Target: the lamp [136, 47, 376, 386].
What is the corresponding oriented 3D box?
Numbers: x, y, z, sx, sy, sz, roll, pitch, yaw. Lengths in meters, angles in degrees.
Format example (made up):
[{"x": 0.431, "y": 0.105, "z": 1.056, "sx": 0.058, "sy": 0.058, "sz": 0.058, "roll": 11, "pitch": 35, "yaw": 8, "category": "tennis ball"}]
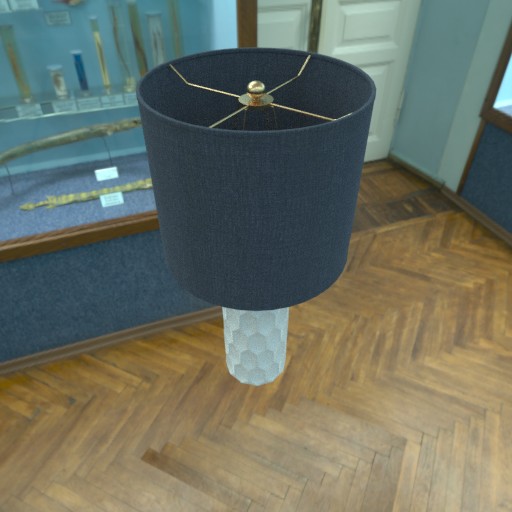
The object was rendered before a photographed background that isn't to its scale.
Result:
[{"x": 0.000, "y": 0.000, "z": 0.692, "sx": 0.277, "sy": 0.537, "sz": 0.277, "roll": -12, "pitch": 42, "yaw": -14, "category": "lamp"}]
